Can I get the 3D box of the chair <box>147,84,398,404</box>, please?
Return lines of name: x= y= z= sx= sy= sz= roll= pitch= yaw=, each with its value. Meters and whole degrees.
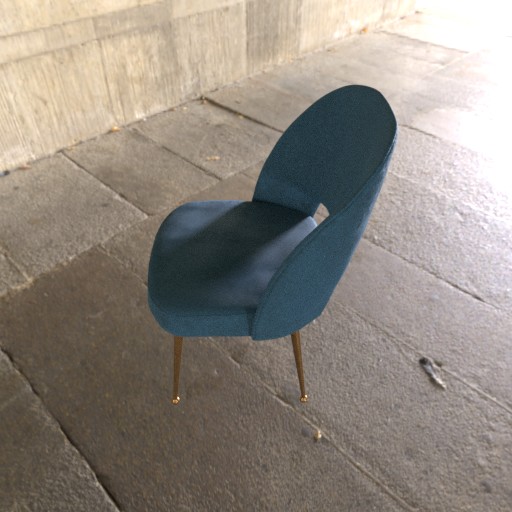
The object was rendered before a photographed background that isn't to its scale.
chair: x=0.000 y=0.000 z=1.227 sx=0.577 sy=0.860 sz=0.527 roll=-1 pitch=42 yaw=-1
